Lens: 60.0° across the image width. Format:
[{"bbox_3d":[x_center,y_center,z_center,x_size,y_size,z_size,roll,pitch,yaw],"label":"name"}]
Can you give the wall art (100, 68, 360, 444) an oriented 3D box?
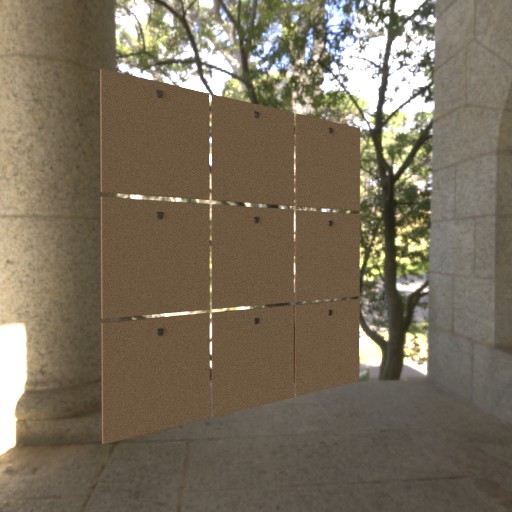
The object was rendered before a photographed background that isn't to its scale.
[{"bbox_3d":[0.000,0.000,1.787,1.221,1.218,0.019,-1,1,-35],"label":"wall art"}]
